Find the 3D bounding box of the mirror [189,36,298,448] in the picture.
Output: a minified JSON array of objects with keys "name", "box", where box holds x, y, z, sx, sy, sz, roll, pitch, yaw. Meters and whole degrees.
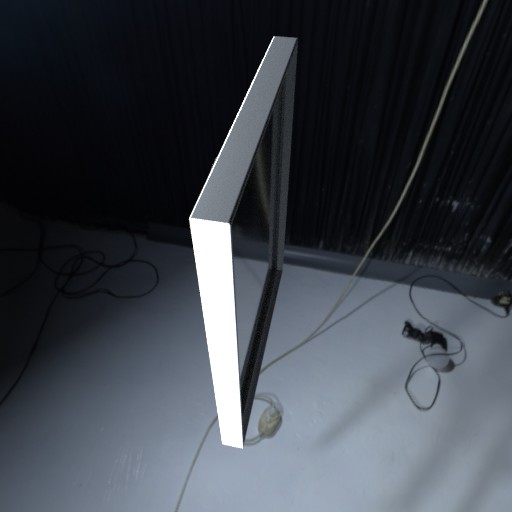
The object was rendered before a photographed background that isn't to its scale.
[{"name":"mirror","box":[0.000,0.000,0.694,0.041,0.509,0.406,9,47,8]}]
